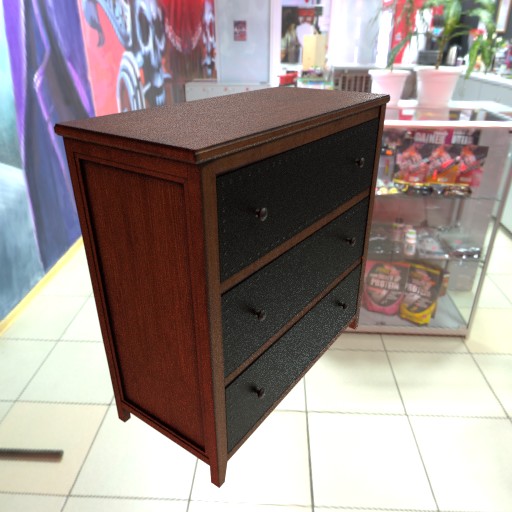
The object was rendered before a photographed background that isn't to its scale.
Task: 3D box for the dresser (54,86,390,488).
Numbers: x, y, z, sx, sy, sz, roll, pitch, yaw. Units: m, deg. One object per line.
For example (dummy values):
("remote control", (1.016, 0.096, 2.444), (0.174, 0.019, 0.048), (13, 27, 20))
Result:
("dresser", (0.000, 0.000, 1.894), (0.591, 1.224, 1.250), (18, 32, 31))
